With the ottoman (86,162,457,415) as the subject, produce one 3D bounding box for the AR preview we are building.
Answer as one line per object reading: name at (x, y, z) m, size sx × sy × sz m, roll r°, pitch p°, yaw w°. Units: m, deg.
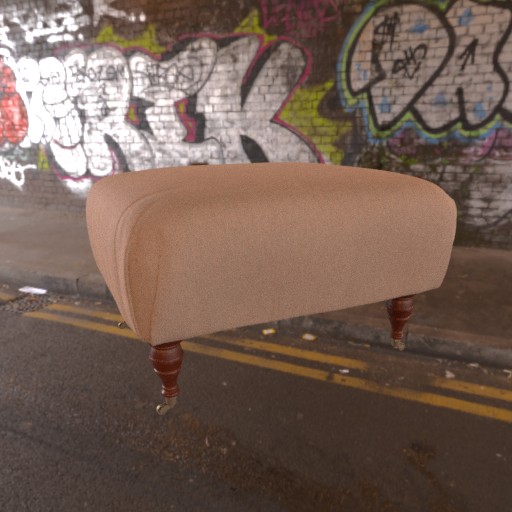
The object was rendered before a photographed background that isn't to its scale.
ottoman at (0.000, 0.000, 1.110) m, size 0.746 × 0.450 × 0.639 m, roll -7°, pitch 17°, yaw -25°
